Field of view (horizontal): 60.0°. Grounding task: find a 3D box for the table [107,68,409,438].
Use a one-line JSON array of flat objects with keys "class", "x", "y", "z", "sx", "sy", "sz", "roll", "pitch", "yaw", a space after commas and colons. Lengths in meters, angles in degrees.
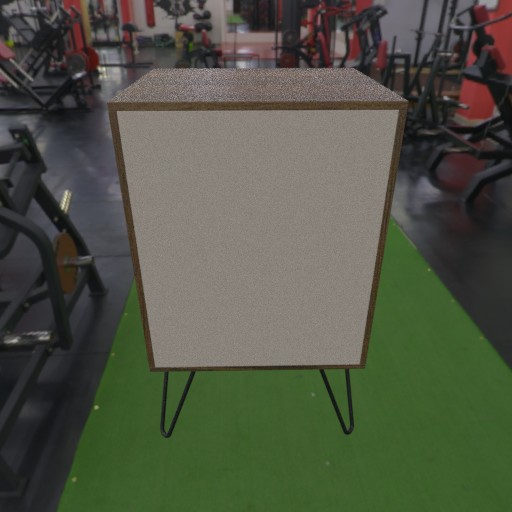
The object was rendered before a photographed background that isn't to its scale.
[{"class": "table", "x": 0.000, "y": 0.000, "z": 1.171, "sx": 0.526, "sy": 0.866, "sz": 0.457, "roll": -1, "pitch": 30, "yaw": -1}]
